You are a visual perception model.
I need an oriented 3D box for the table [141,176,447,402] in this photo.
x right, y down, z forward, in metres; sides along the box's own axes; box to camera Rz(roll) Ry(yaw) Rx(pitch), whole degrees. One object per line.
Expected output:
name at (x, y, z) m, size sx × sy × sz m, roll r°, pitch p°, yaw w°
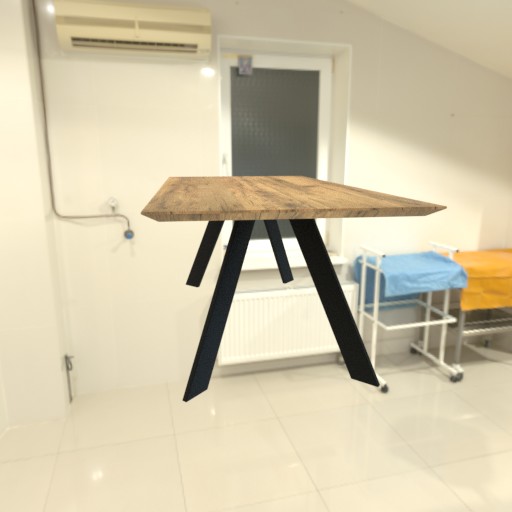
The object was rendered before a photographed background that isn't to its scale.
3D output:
table at (0.000, 0.000, 2.464) m, size 1.000 × 0.770 × 2.000 m, roll -2°, pitch 13°, yaw -8°
